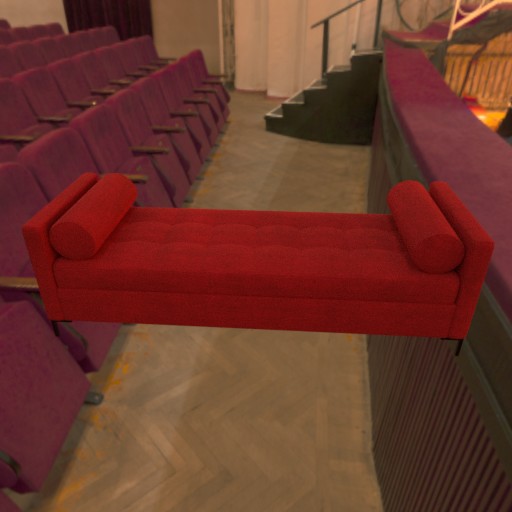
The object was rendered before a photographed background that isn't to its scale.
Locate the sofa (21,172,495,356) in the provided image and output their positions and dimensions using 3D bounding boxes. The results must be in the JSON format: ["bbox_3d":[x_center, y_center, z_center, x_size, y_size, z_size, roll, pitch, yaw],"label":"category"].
[{"bbox_3d":[0.000,0.000,2.276,1.981,0.635,0.686,2,31,3],"label":"sofa"}]
